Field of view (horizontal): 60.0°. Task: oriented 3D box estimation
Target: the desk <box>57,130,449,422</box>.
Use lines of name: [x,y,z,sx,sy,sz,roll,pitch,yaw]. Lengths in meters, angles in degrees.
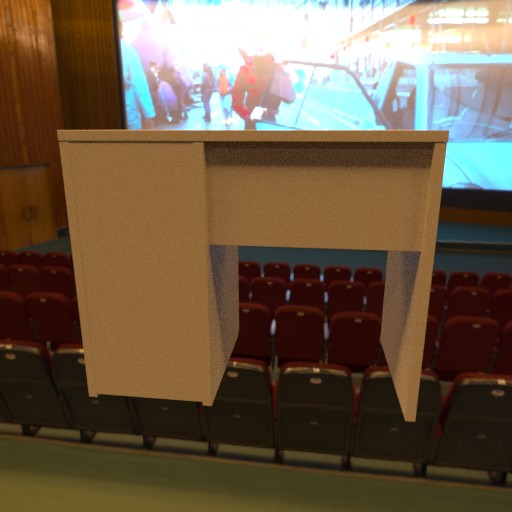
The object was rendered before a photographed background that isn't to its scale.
desk: [0.000,0.000,1.335,0.898,0.730,0.482,2,16,7]
